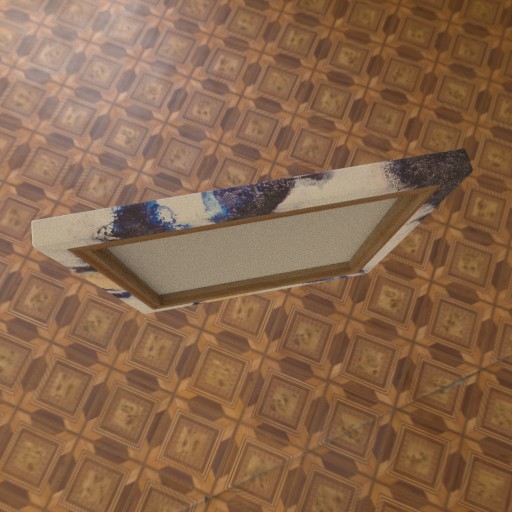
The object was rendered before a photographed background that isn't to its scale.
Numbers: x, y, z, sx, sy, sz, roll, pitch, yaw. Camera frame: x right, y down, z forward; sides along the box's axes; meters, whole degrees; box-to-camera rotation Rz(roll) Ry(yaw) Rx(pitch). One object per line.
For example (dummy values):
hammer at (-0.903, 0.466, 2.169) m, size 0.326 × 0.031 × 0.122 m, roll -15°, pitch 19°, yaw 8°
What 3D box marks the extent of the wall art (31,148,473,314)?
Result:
wall art at (0.000, 0.000, 0.897) m, size 0.609 × 0.609 × 0.039 m, roll -10°, pitch 74°, yaw -3°
